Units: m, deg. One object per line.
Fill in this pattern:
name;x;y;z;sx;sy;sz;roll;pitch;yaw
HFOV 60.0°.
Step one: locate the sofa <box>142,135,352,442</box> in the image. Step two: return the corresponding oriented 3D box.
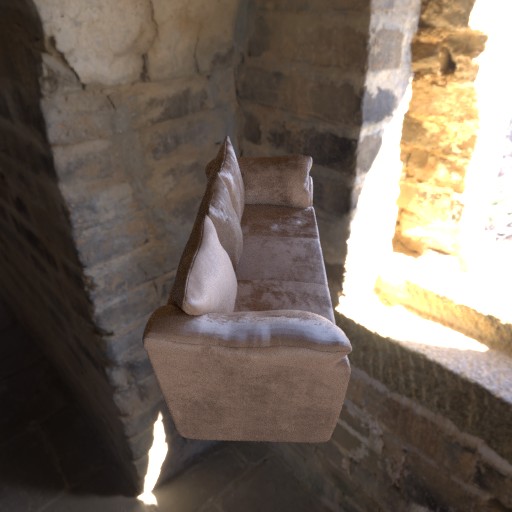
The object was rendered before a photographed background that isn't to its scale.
sofa;0.000;0.000;2.887;0.893;0.981;2.377;1;31;2
